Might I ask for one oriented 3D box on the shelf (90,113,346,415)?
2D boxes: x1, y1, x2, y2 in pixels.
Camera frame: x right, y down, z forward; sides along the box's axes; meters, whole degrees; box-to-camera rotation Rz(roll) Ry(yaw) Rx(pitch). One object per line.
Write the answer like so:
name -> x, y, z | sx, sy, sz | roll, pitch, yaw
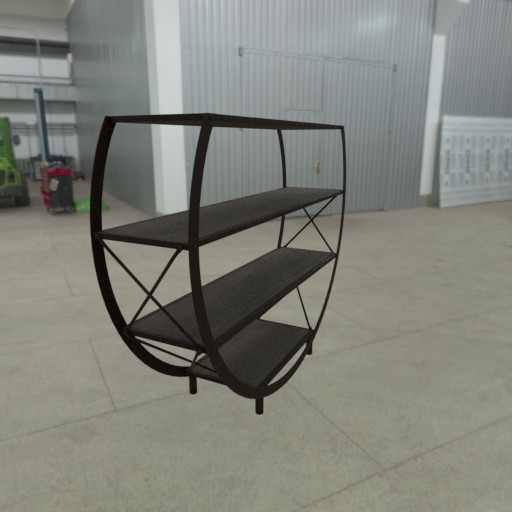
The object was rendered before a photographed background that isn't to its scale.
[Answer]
shelf -> 0.000, 0.000, 1.836 | 0.344, 1.063, 1.403 | 7, 16, 26
